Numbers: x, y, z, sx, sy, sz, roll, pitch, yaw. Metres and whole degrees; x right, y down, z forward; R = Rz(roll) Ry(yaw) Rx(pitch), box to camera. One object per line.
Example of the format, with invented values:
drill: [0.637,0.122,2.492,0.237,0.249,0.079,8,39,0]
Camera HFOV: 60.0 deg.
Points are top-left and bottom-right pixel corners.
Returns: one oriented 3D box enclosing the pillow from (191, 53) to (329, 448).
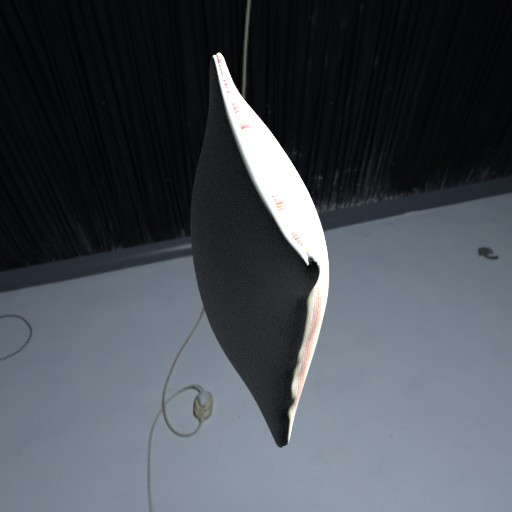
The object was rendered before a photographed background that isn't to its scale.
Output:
pillow: [0.000,0.000,0.681,0.191,0.449,0.451,-10,48,-10]
